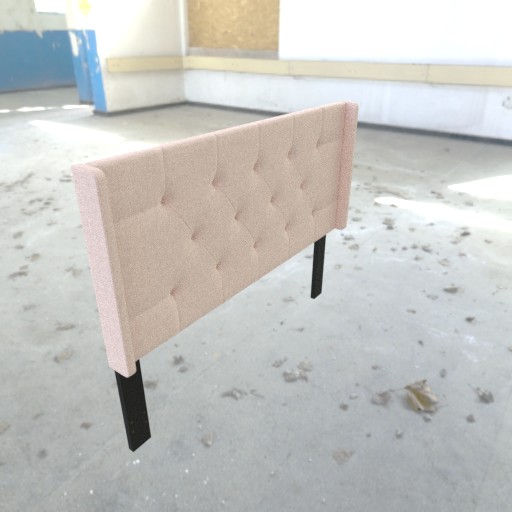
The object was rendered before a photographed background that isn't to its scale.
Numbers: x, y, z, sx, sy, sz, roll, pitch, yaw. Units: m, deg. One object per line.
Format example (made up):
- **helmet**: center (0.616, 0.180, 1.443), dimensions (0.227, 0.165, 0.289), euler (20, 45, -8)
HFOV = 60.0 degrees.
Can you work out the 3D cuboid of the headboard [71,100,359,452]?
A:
- **headboard**: center (0.000, 0.000, 2.620), dimensions (0.184, 1.524, 2.051), euler (19, 33, 33)
